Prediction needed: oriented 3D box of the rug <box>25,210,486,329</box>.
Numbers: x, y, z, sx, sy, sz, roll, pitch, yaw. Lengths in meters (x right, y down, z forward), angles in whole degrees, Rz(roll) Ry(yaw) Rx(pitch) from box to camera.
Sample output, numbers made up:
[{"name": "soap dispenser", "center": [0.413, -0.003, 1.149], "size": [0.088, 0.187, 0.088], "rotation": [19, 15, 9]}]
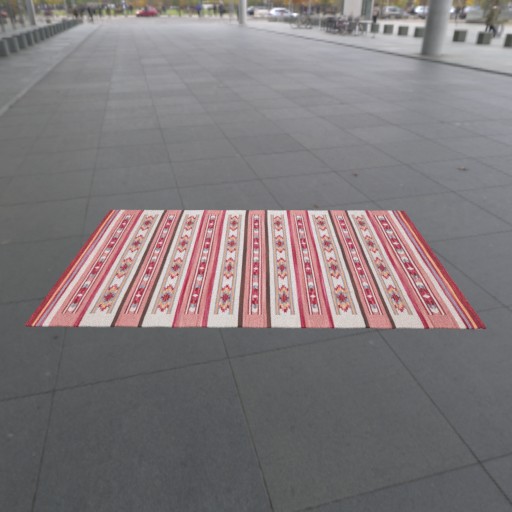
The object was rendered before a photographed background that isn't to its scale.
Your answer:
[{"name": "rug", "center": [0.000, 0.000, 2.997], "size": [2.431, 0.010, 1.535], "rotation": [0, 29, 0]}]
